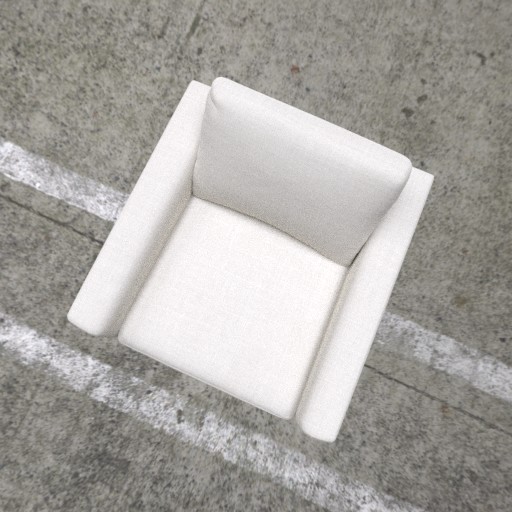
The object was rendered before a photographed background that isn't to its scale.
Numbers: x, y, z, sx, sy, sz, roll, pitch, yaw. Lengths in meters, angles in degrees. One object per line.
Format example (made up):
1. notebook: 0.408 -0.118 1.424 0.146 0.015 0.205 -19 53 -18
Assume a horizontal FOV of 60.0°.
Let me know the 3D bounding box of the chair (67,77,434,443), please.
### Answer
1. chair: 0.000 0.000 1.842 1.070 0.876 1.100 23 78 5
